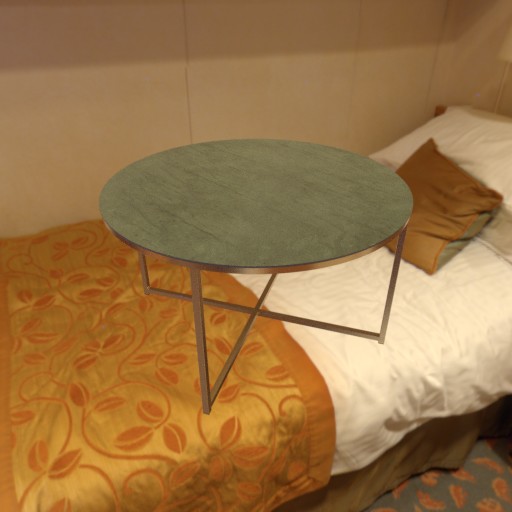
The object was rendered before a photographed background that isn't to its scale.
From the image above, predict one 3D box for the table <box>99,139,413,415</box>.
[{"bbox_3d":[0.000,0.000,1.296,0.800,0.450,0.800,0,32,0],"label":"table"}]
